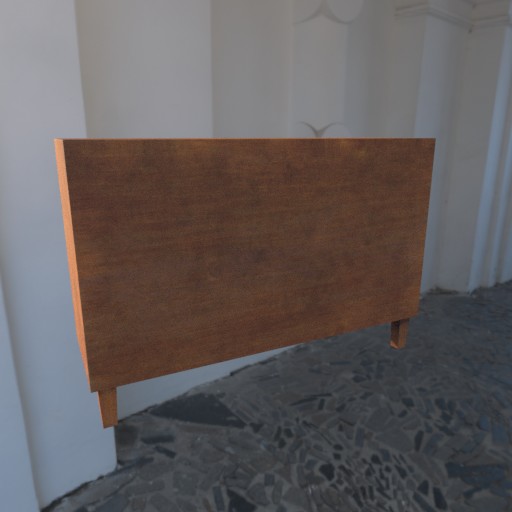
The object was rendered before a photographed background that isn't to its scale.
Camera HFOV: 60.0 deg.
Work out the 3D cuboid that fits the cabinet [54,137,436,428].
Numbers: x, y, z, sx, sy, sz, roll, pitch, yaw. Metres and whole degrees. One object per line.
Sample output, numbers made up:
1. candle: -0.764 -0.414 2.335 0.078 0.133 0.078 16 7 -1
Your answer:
1. cabinet: 0.000 0.000 1.569 1.204 0.805 0.403 -7 17 -25
